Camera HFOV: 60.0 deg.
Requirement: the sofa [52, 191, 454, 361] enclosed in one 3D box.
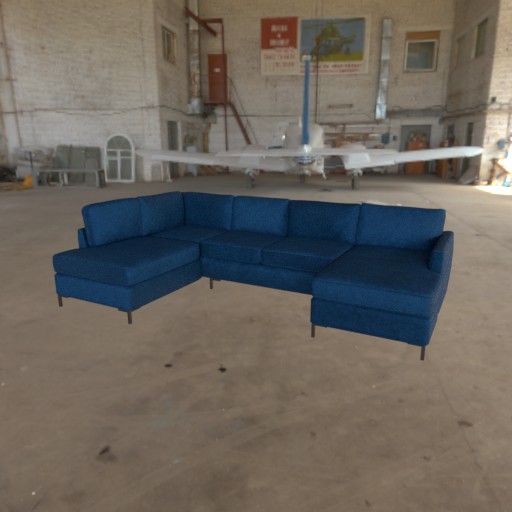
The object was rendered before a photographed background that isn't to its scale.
[{"bbox_3d":[0.000,0.000,4.378,3.434,0.992,2.055,8,16,27],"label":"sofa"}]
